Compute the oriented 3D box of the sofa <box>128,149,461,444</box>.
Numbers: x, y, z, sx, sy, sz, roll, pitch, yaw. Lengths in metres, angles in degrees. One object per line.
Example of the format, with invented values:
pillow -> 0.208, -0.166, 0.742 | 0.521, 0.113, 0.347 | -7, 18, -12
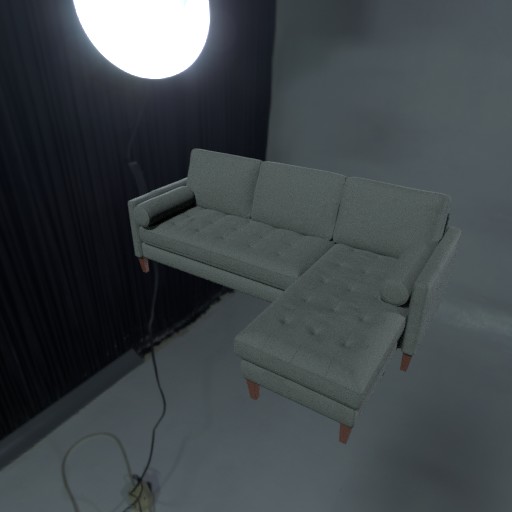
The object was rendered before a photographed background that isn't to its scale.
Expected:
sofa -> 0.000, 0.000, 2.873 | 2.178, 0.876, 1.506 | 17, 33, 28
